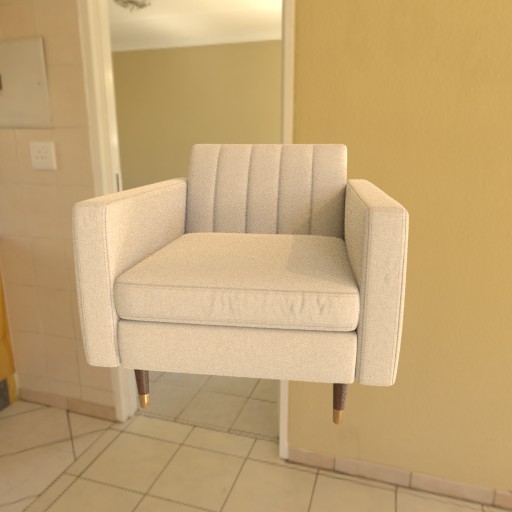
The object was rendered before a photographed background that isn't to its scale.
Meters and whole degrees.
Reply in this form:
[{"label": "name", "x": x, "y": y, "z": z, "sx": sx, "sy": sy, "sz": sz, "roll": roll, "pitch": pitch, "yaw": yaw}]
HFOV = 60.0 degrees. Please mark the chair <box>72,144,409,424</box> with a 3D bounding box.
[{"label": "chair", "x": 0.000, "y": 0.000, "z": 1.674, "sx": 0.953, "sy": 0.819, "sz": 0.998, "roll": 2, "pitch": 14, "yaw": 8}]
